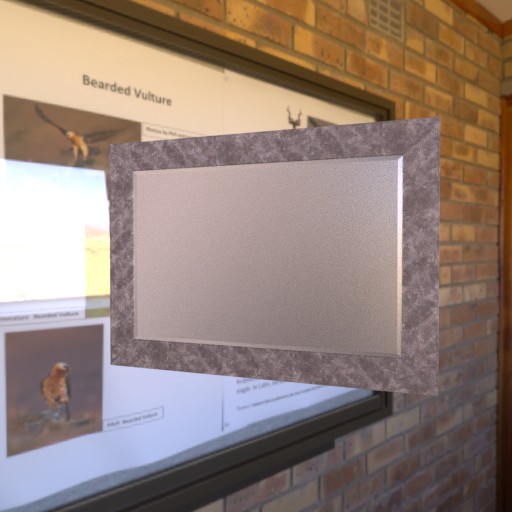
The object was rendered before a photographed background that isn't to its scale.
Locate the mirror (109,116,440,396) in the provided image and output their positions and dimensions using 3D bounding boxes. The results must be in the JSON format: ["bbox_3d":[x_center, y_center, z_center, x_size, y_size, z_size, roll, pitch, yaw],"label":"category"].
[{"bbox_3d":[0.000,0.000,1.440,1.101,0.795,0.022,0,1,18],"label":"mirror"}]
